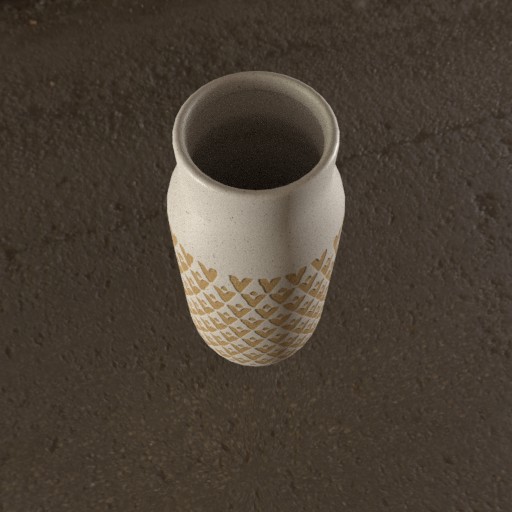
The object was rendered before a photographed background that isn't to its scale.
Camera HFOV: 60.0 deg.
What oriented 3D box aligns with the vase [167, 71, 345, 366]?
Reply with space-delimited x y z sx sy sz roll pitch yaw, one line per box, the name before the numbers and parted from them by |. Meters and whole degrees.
vase | 0.000 0.000 0.375 0.137 0.307 0.137 0 63 0
